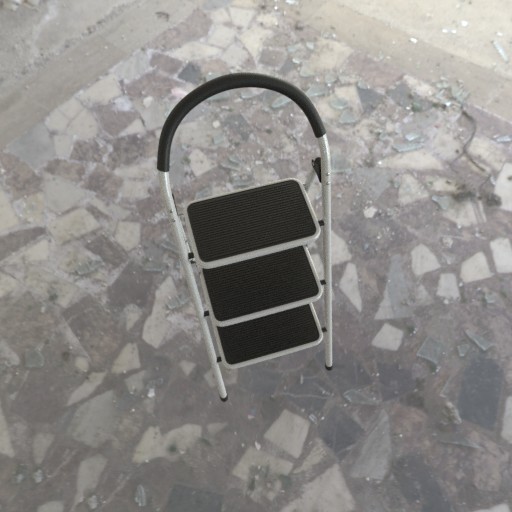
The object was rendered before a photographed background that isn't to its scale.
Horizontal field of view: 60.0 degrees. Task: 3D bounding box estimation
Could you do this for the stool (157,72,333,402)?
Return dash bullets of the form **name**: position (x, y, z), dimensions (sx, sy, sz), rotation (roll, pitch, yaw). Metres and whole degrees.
- **stool**: position (0.000, 0.000, 1.484), dimensions (0.485, 1.109, 0.676), rotation (-14, 64, -7)
